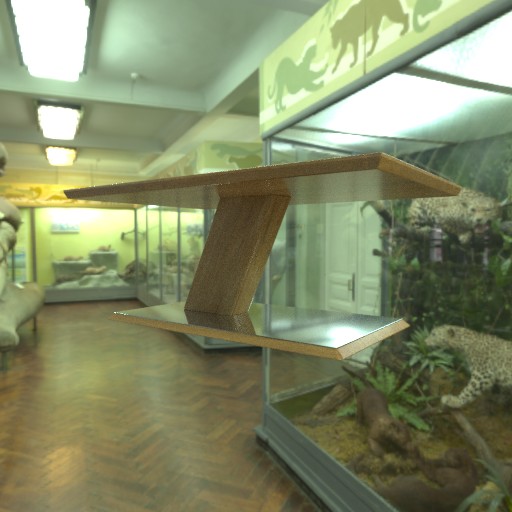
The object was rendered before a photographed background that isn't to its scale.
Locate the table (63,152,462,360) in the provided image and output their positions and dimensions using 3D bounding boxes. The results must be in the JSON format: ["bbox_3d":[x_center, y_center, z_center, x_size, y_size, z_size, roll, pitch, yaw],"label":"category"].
[{"bbox_3d":[0.000,0.000,1.451,1.100,0.441,0.692,2,3,36],"label":"table"}]
